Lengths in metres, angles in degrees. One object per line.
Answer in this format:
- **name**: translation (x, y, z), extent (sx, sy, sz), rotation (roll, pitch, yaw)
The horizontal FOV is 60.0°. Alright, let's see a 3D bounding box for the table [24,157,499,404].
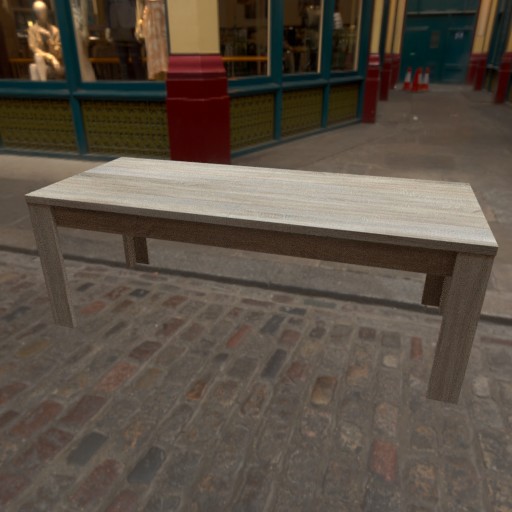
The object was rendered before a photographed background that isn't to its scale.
- **table**: translation (0.000, 0.000, 2.530), extent (2.200, 0.790, 0.900), rotation (7, 26, 15)
